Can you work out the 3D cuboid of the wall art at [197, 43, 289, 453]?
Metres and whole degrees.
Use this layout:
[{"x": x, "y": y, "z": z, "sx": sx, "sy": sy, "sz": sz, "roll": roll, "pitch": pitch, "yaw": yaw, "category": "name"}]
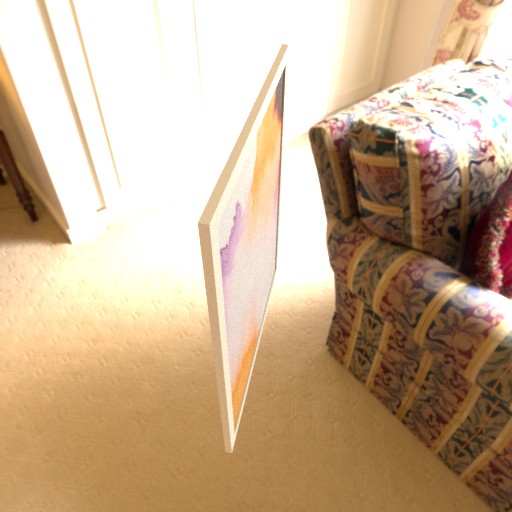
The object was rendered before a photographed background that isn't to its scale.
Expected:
[{"x": 0.000, "y": 0.000, "z": 0.789, "sx": 0.012, "sy": 0.557, "sz": 0.482, "roll": 9, "pitch": 46, "yaw": 9, "category": "wall art"}]
